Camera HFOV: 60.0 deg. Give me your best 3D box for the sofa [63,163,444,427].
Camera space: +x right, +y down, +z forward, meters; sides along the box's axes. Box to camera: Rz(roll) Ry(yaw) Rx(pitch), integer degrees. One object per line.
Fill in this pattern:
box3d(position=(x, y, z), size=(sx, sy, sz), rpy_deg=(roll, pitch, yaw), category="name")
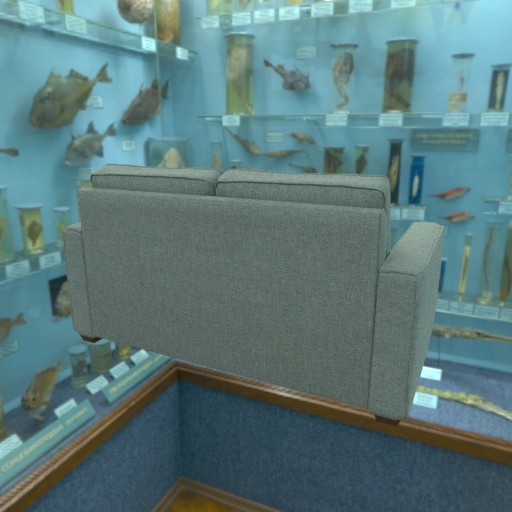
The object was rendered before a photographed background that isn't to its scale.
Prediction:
box3d(position=(0.000, 0.000, 2.244), size=(1.706, 0.915, 0.945), rpy_deg=(8, 17, 25), category="sofa")
